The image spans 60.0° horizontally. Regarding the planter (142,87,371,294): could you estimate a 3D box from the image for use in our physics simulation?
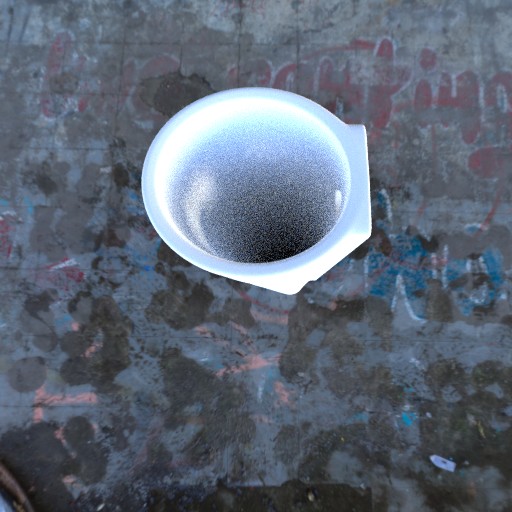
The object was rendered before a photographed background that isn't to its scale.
[{"bbox_3d":[0.000,0.000,0.218,0.064,0.193,0.057,0,77,0],"label":"planter"}]
